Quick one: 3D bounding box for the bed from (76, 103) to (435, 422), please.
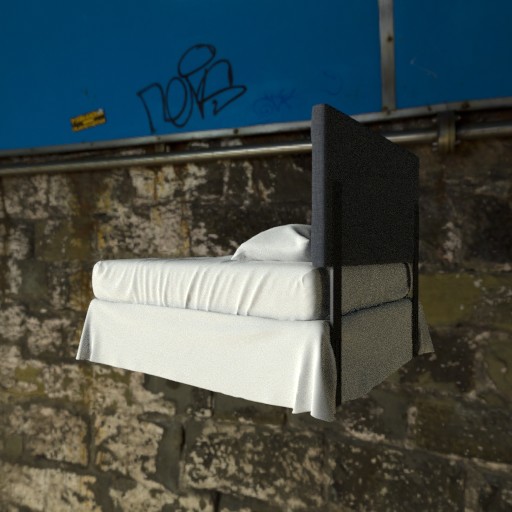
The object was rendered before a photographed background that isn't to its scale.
[{"bbox_3d":[0.000,0.000,3.485,2.222,1.577,1.936,0,1,36],"label":"bed"}]
